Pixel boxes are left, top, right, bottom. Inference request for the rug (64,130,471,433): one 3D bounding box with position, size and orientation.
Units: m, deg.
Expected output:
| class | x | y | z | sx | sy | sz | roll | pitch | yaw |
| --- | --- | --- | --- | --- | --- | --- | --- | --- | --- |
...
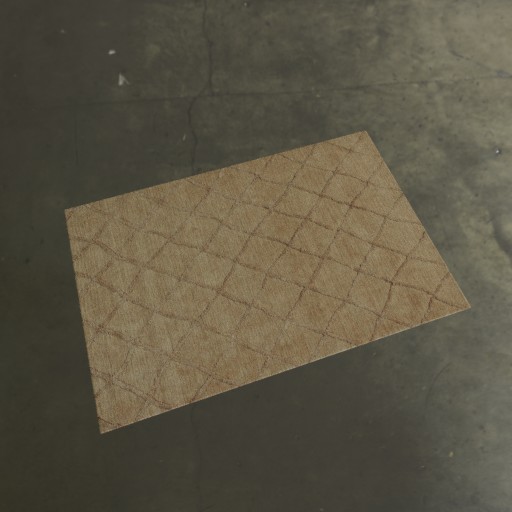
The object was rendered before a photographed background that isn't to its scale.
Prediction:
| class | x | y | z | sx | sy | sz | roll | pitch | yaw |
| --- | --- | --- | --- | --- | --- | --- | --- | --- | --- |
| rug | 0.000 | 0.000 | 2.909 | 2.292 | 0.014 | 1.528 | -17 | 64 | -8 |
